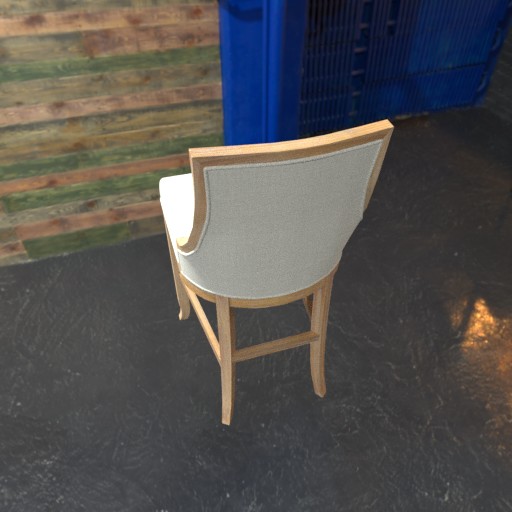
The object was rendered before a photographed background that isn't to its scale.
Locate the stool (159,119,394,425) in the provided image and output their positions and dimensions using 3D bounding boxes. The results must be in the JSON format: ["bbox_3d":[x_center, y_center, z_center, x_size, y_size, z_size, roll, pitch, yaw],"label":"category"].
[{"bbox_3d":[0.000,0.000,1.453,0.524,1.101,0.626,-12,43,-13],"label":"stool"}]
